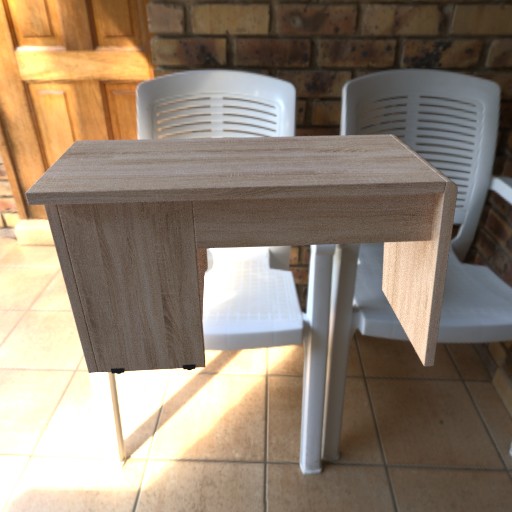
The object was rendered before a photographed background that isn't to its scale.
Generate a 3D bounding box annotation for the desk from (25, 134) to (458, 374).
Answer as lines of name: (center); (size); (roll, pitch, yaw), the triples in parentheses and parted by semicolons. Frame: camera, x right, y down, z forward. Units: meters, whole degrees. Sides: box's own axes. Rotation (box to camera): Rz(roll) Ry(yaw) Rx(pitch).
desk: (0.000, 0.000, 1.653); (1.300, 0.750, 0.500); (-2, 31, -4)
